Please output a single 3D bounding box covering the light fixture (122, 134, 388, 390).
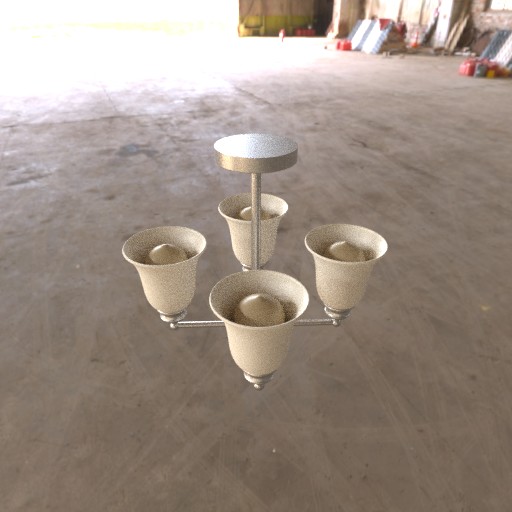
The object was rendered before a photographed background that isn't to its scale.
[{"bbox_3d":[0.000,0.000,0.731,0.427,0.370,0.427,-1,30,-2],"label":"light fixture"}]
